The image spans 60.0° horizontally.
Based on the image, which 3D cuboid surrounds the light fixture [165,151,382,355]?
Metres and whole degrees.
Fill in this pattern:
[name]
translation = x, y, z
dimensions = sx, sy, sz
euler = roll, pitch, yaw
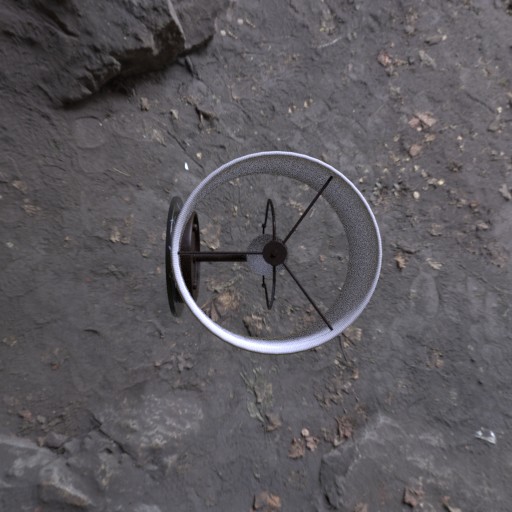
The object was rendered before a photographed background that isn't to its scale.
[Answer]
[light fixture]
translation = 0.000, 0.000, 0.439
dimensions = 0.188, 0.337, 0.168
euler = 0, 89, -2
